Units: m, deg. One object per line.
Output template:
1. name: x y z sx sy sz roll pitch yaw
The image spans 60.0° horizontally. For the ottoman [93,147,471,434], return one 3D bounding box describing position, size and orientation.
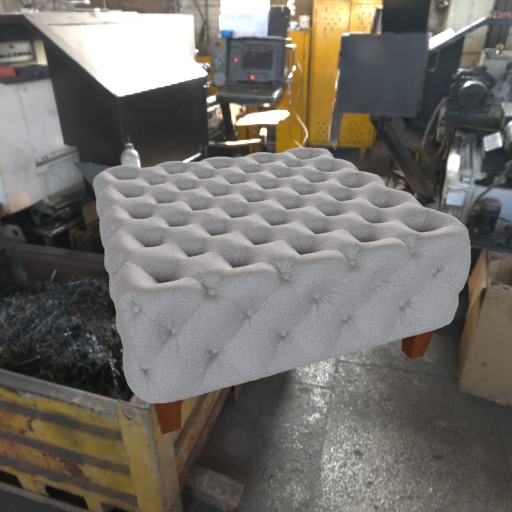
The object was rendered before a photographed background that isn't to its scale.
1. ottoman: 0.000 0.000 1.183 0.764 0.365 0.758 -11 31 -18
